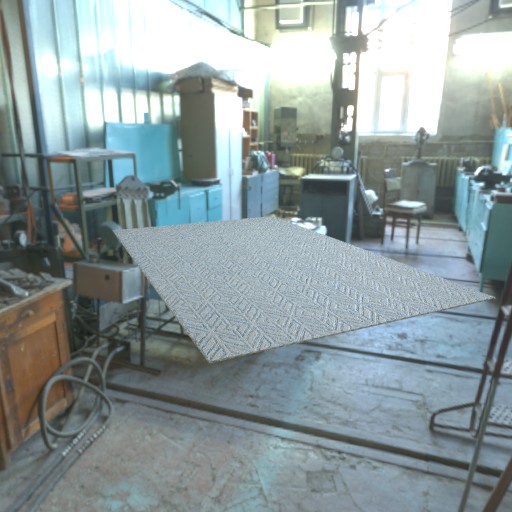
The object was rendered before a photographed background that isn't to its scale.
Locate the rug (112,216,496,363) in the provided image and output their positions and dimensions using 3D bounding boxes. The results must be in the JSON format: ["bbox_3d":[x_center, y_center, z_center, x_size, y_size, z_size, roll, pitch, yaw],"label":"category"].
[{"bbox_3d":[0.000,0.000,2.987,1.526,0.008,2.441,-7,17,-24],"label":"rug"}]
